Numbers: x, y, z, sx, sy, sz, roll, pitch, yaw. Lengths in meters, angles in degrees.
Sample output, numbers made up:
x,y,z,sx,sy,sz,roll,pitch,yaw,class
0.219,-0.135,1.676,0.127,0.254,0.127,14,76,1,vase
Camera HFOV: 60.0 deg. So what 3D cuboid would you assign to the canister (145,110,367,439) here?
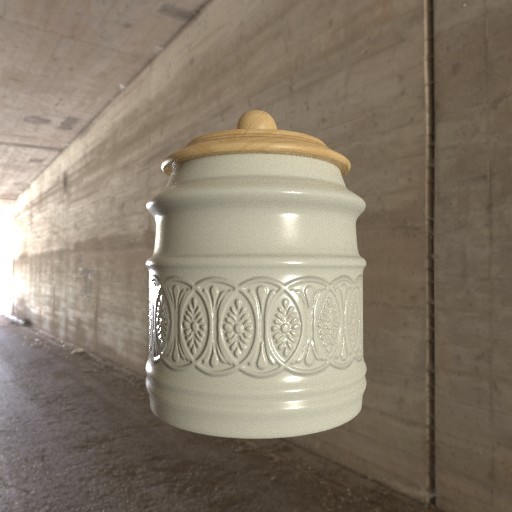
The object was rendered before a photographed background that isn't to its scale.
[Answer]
x,y,z,sx,sy,sz,roll,pitch,yaw,class
0.000,0.000,0.269,0.130,0.176,0.130,0,-1,0,canister
